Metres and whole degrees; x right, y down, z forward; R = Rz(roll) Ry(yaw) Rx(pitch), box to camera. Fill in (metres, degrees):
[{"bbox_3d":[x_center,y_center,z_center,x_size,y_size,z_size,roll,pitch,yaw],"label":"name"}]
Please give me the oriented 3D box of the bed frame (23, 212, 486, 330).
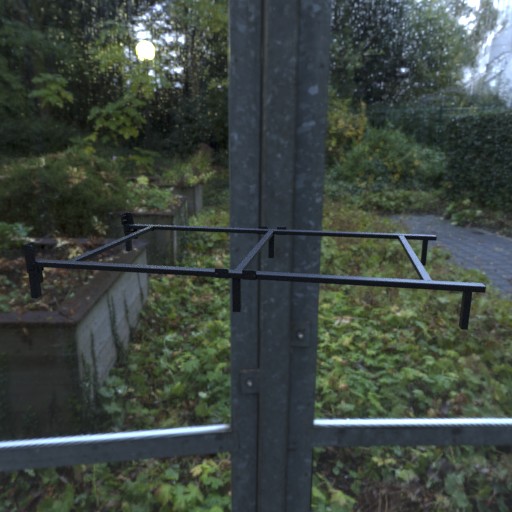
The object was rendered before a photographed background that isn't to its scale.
[{"bbox_3d":[0.000,0.000,2.258,1.897,0.248,0.968,3,15,11],"label":"bed frame"}]
